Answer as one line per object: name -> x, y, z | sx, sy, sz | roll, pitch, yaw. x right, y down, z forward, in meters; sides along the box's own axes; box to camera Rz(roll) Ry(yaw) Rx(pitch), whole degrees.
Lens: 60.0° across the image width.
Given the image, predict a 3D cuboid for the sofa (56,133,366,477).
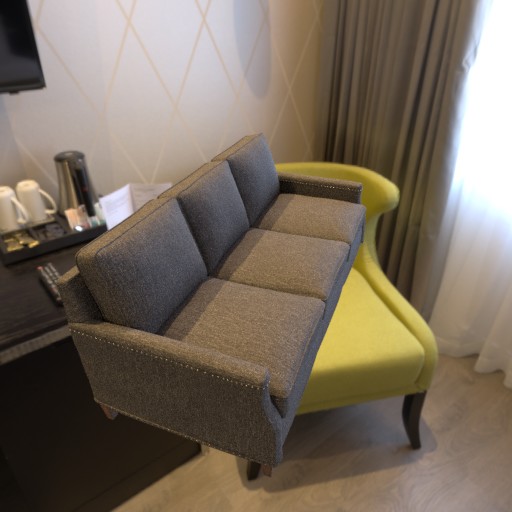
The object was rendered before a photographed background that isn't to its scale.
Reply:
sofa -> 0.000, 0.000, 2.816 | 1.084, 1.003, 2.246 | 11, 33, 18
